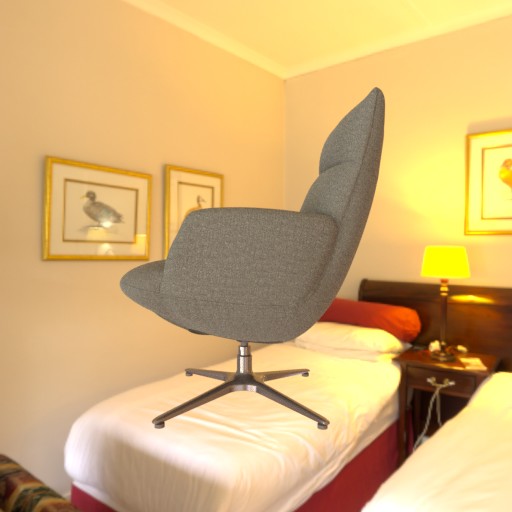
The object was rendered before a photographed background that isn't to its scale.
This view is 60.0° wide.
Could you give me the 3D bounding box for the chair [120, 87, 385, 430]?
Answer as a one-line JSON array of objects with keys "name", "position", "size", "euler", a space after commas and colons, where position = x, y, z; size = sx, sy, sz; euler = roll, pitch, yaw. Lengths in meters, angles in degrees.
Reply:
[{"name": "chair", "position": [0.000, 0.000, 1.536], "size": [0.831, 0.984, 0.702], "euler": [0, 1, 1]}]
